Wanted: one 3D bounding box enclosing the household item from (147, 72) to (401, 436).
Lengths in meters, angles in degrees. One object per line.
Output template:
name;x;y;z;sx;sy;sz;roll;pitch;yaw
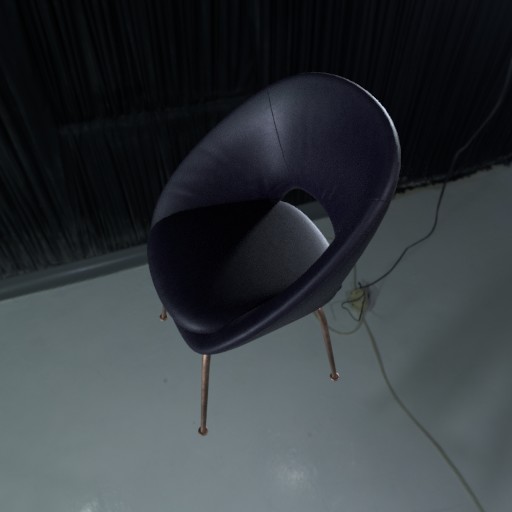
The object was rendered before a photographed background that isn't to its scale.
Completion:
household item;0.000;0.000;1.226;0.573;0.852;0.623;-17;49;-16
